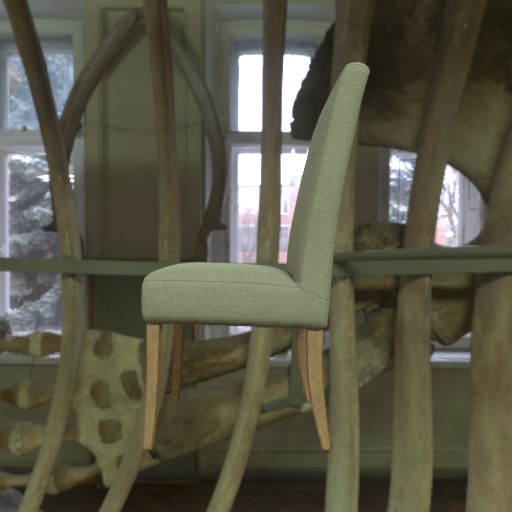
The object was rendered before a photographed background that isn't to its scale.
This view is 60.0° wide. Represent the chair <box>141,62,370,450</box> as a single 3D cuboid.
[{"bbox_3d":[0.000,0.000,1.382,0.611,1.033,0.450,0,1,0],"label":"chair"}]
